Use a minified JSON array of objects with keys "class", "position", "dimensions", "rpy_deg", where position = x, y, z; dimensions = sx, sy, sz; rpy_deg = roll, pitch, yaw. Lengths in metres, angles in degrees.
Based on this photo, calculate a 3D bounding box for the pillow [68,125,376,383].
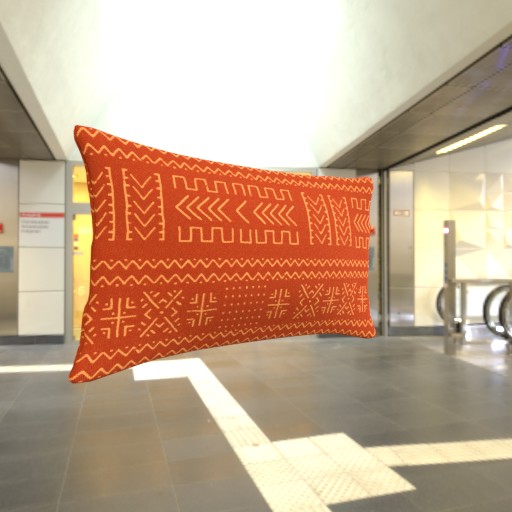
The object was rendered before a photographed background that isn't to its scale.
[{"class":"pillow","position":[0.000,0.000,0.790],"dimensions":[0.640,0.352,0.130],"rpy_deg":[1,-1,-37]}]
